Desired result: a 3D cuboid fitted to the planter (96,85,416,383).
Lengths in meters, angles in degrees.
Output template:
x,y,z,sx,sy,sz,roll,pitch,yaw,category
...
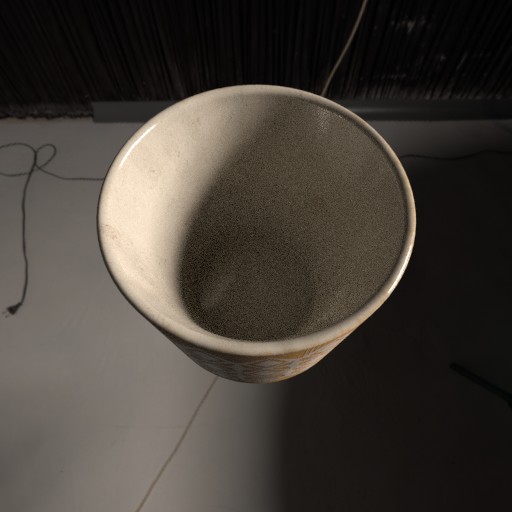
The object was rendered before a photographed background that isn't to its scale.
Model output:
x,y,z,sx,sy,sz,roll,pitch,yaw,category
0.000,0.000,0.223,0.126,0.104,0.126,0,63,0,planter
